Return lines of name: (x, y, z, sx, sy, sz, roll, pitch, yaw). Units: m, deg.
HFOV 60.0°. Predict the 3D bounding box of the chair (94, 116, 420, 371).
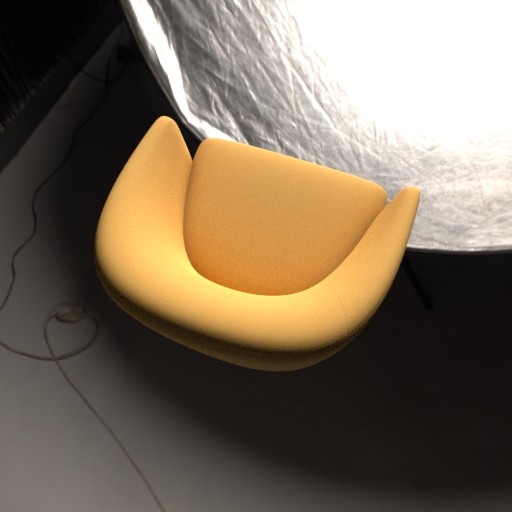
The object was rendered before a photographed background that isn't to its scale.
chair: (0.000, 0.000, 1.339, 0.773, 0.698, 0.767, 18, 64, 9)
